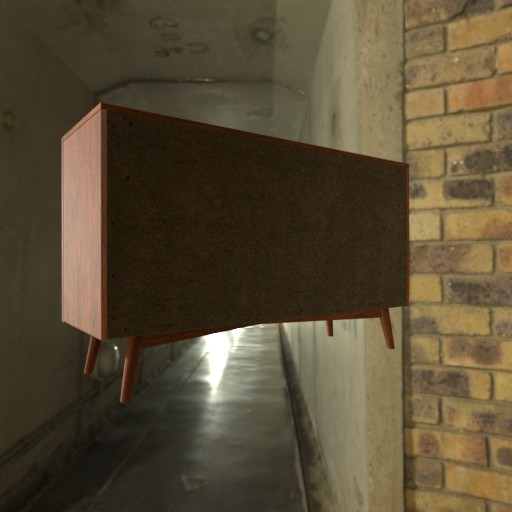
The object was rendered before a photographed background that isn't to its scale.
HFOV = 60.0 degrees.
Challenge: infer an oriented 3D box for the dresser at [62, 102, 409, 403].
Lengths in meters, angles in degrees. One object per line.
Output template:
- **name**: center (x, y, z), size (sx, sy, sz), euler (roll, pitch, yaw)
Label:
- **dresser**: center (0.000, 0.000, 1.914), size (1.472, 0.889, 0.500), euler (0, 0, -36)
